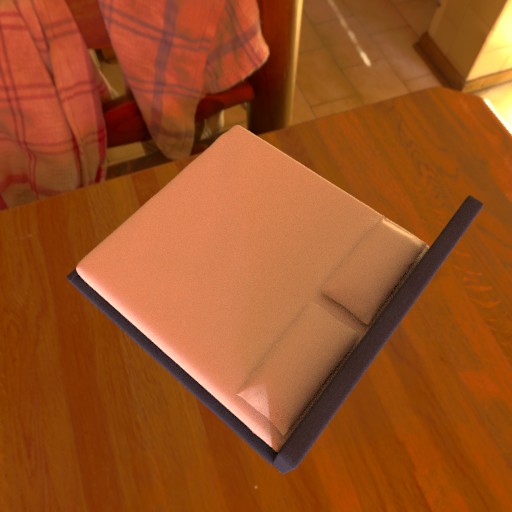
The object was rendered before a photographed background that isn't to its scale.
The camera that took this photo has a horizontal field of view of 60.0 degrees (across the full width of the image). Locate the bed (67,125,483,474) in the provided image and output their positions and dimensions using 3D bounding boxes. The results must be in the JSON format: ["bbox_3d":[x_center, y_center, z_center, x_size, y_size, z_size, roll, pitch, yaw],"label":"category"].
[{"bbox_3d":[0.000,0.000,3.425,2.232,1.231,2.096,36,68,17],"label":"bed"}]
